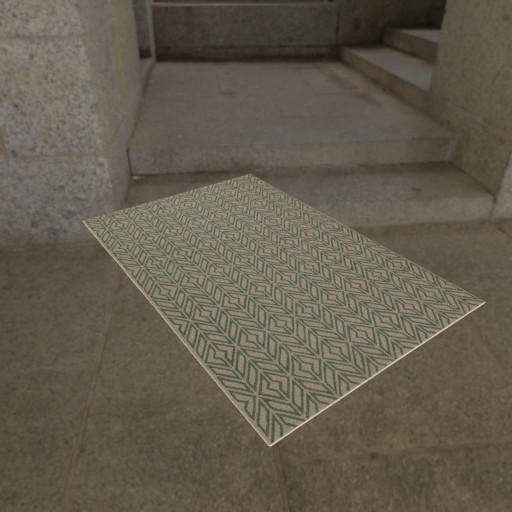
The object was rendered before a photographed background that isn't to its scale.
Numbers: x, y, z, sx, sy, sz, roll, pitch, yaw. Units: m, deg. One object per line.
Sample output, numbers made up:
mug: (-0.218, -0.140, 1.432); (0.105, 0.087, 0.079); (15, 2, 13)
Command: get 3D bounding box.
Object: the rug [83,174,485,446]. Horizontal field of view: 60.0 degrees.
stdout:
rug: (0.000, 0.000, 2.310); (1.220, 0.007, 1.828); (-22, 39, -30)
